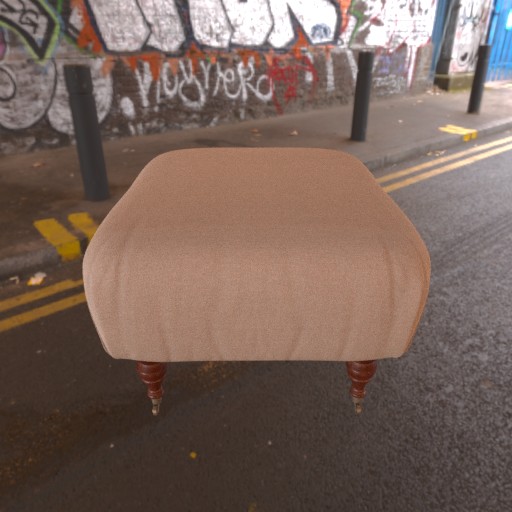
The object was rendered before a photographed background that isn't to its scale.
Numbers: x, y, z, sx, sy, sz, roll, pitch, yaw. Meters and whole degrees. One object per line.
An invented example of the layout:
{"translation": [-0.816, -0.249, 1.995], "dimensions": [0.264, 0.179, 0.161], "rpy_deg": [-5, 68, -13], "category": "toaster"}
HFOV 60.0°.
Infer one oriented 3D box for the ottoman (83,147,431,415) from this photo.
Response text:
{"translation": [0.000, 0.000, 1.125], "dimensions": [0.639, 0.450, 0.746], "rpy_deg": [0, 27, 0], "category": "ottoman"}
